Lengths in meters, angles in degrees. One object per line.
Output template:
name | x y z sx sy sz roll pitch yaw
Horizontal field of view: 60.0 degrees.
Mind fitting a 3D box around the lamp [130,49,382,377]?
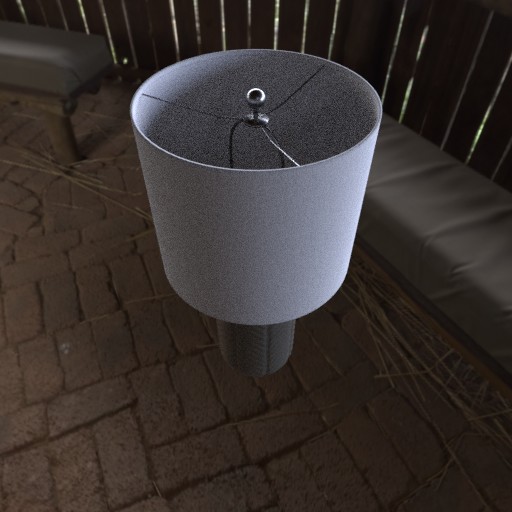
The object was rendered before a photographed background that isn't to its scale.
lamp | 0.000 0.000 0.499 0.203 0.389 0.203 32 54 27
